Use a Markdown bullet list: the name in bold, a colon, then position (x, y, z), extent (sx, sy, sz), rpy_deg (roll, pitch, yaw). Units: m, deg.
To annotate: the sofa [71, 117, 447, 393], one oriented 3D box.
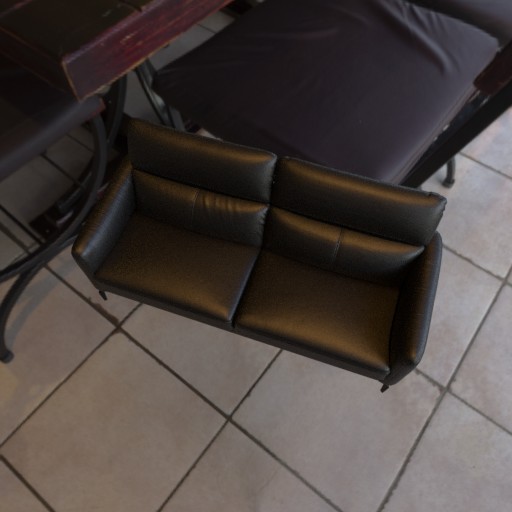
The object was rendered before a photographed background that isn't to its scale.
- **sofa**: position (0.000, 0.000, 2.663), extent (2.069, 0.957, 0.856), rpy_deg (16, 61, 10)
